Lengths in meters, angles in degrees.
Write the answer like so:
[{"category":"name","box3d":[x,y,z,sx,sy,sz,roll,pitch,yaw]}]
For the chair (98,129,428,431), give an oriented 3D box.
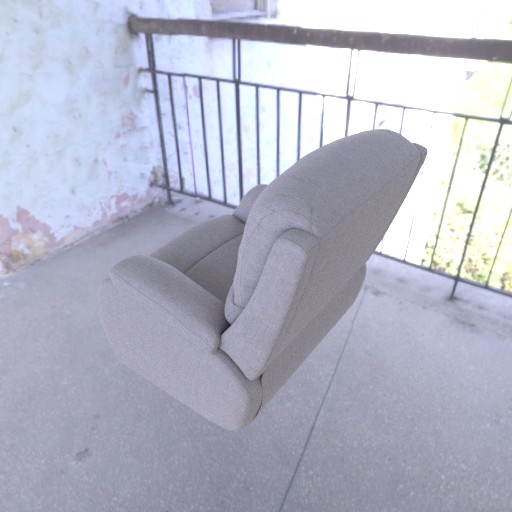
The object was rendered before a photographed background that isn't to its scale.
[{"category":"chair","box3d":[0.000,0.000,1.709,0.899,1.011,0.930,21,38,30]}]
